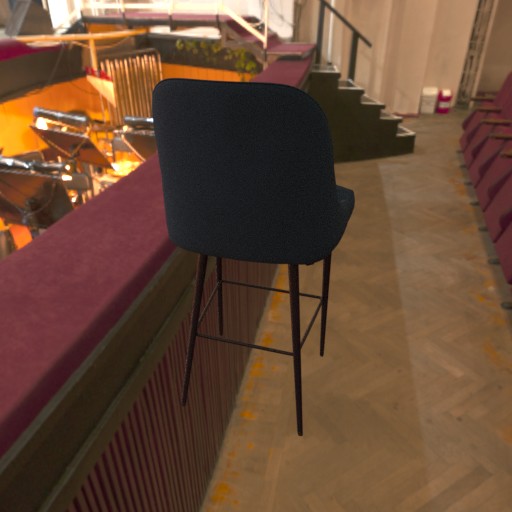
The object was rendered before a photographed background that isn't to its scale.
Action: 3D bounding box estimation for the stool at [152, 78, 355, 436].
[{"bbox_3d":[0.000,0.000,1.350,0.527,1.079,0.489,9,32,14],"label":"stool"}]
